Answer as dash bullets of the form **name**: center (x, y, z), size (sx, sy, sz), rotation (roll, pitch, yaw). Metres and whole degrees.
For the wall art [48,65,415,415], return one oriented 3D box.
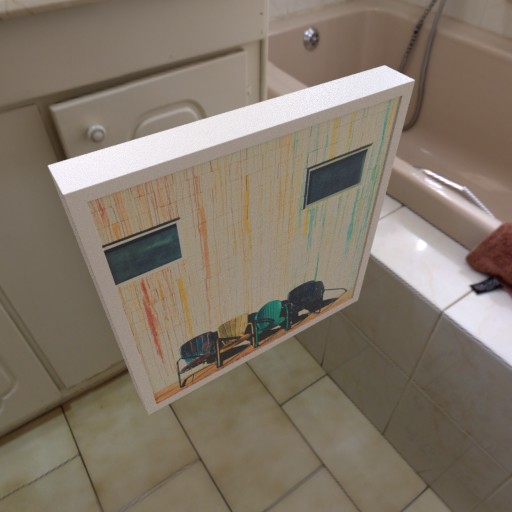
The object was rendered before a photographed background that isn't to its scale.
- **wall art**: center (0.000, 0.000, 0.449), size (0.305, 0.305, 0.038), rotation (-24, 50, -22)
